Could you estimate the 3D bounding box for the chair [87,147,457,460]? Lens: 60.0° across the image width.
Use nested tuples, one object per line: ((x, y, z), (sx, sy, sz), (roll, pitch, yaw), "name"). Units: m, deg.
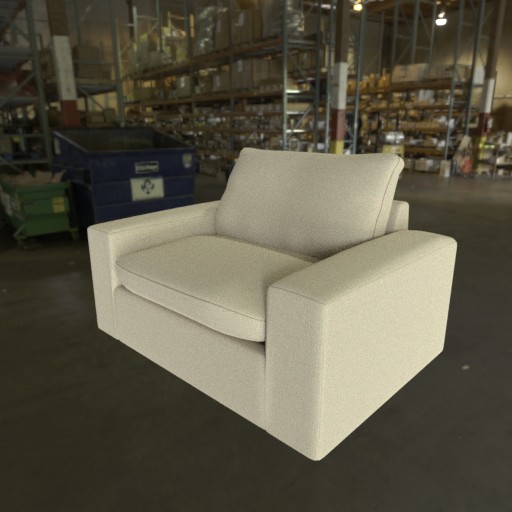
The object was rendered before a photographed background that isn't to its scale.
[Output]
((0.000, 0.000, 2.020), (1.398, 0.915, 1.039), (15, 22, 41), "chair")
